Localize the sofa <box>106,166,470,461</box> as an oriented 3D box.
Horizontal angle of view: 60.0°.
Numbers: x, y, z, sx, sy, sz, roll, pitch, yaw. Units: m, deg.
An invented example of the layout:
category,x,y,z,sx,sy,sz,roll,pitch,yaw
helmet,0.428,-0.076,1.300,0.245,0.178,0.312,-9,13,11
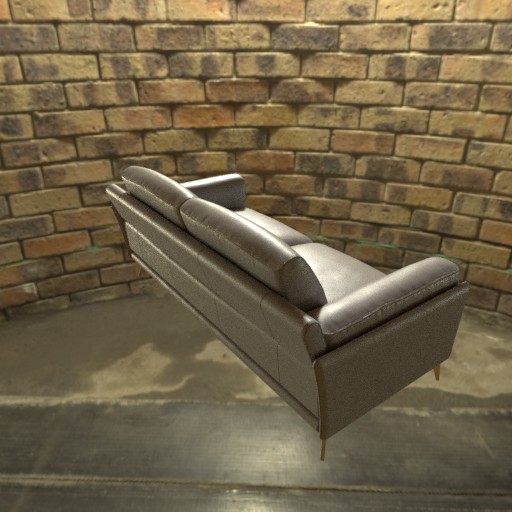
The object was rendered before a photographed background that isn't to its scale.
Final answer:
category,x,y,z,sx,sy,sz,roll,pitch,yaw
sofa,0.000,0.000,2.643,1.049,0.930,2.101,-18,32,-32
